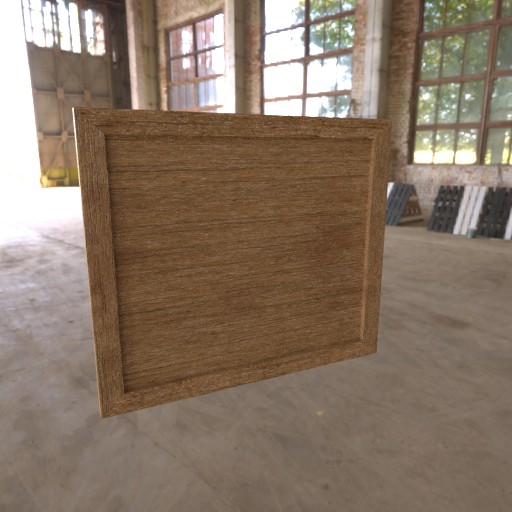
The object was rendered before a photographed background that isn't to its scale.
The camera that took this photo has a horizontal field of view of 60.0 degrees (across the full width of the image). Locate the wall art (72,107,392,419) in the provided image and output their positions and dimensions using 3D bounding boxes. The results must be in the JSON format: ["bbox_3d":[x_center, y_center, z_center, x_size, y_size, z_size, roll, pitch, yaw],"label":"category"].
[{"bbox_3d":[0.000,0.000,0.965,0.690,0.588,0.026,-6,15,-25],"label":"wall art"}]
